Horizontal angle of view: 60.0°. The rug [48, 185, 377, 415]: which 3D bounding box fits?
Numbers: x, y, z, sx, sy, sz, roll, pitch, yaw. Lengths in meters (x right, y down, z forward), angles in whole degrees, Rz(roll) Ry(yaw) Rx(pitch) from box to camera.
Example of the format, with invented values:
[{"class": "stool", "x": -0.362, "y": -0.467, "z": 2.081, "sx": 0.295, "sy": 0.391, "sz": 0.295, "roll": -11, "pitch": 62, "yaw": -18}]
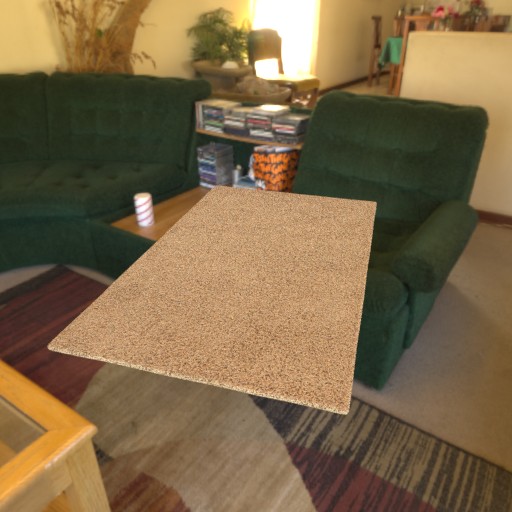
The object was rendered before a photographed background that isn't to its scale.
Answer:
[{"class": "rug", "x": 0.000, "y": 0.000, "z": 3.095, "sx": 1.524, "sy": 0.030, "sz": 2.438, "roll": 8, "pitch": 30, "yaw": 14}]
